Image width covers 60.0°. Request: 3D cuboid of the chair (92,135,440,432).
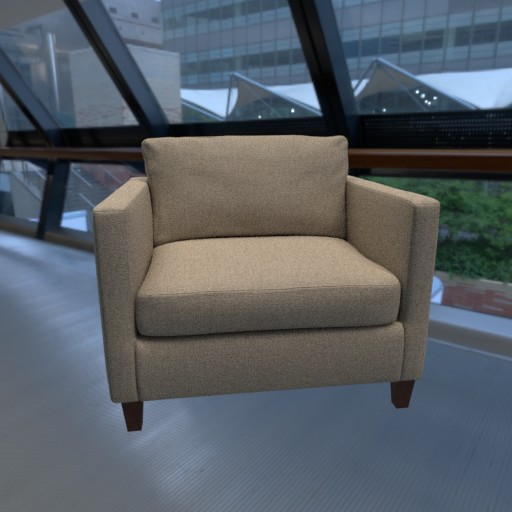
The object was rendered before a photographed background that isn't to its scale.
[{"bbox_3d":[0.000,0.000,1.830,1.107,0.961,0.959,-2,16,-8],"label":"chair"}]
